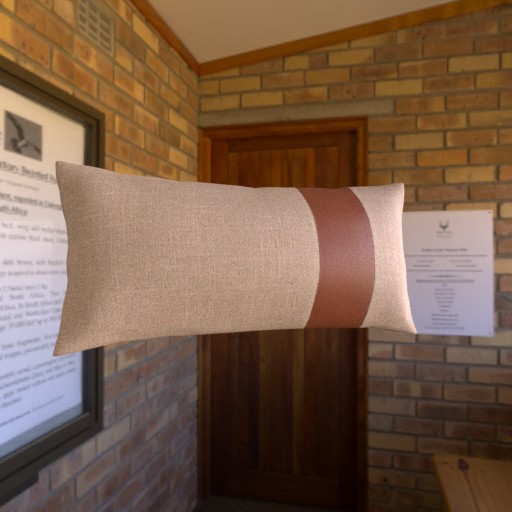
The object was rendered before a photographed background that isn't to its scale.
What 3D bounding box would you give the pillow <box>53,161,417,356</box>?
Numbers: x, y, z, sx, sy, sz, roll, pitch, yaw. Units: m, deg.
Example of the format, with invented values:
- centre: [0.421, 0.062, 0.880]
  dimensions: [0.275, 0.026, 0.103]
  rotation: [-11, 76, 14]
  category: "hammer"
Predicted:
- centre: [0.000, 0.000, 0.732]
  dimensions: [0.612, 0.282, 0.155]
  rotation: [0, 0, -18]
  category: "pillow"
